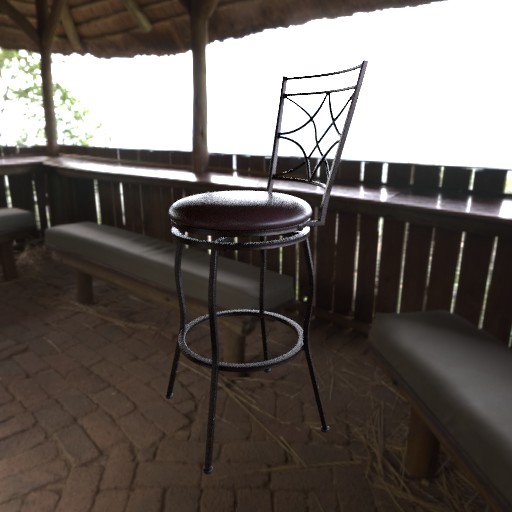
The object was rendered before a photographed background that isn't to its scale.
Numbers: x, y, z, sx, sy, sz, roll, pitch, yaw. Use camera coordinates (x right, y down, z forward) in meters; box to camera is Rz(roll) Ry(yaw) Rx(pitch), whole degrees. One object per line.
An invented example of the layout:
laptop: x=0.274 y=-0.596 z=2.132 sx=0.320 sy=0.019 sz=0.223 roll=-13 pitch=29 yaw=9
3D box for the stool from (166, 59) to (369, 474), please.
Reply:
stool: x=0.000 y=0.000 z=1.399 sx=0.534 sy=1.117 sz=0.434 roll=-8 pitch=18 yaw=-25
